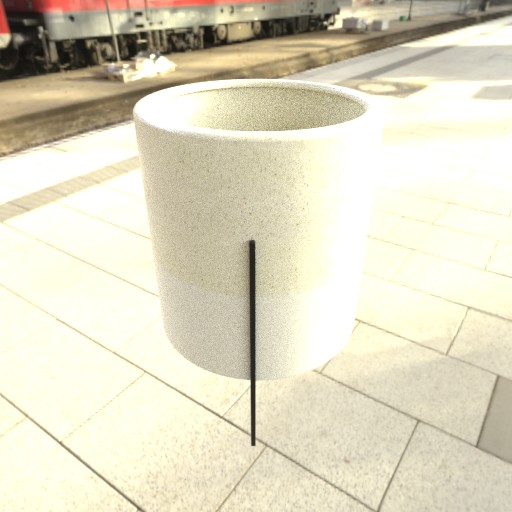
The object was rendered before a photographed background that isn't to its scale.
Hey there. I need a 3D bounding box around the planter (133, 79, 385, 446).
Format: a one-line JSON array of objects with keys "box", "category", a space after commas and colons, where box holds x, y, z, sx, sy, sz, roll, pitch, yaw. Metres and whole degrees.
[{"box": [0.000, 0.000, 0.710, 0.333, 0.483, 0.324, 19, 36, 27], "category": "planter"}]
